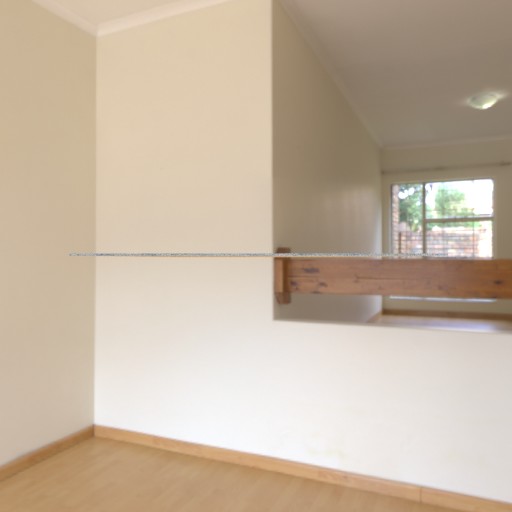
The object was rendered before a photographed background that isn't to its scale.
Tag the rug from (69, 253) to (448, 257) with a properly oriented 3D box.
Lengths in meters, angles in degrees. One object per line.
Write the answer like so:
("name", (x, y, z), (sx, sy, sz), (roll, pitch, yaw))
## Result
("rug", (0.000, 0.000, 2.209), (1.142, 0.006, 1.752), (0, 0, -1))
